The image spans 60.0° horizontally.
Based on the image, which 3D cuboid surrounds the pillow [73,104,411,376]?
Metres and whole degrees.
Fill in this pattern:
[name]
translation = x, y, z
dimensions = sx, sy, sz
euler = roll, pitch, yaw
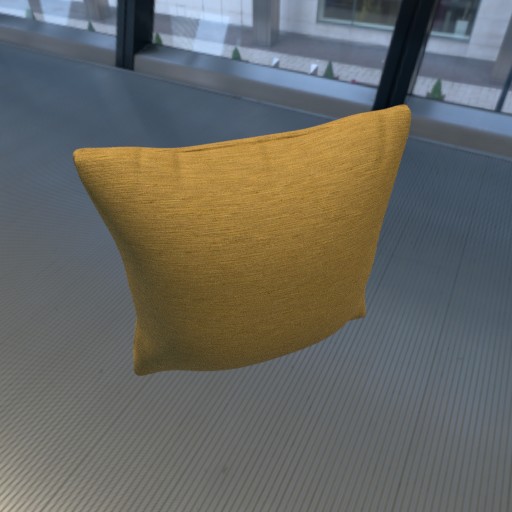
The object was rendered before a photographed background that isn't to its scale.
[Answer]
[pillow]
translation = 0.000, 0.000, 0.672
dimensions = 0.435, 0.417, 0.247
euler = -12, 43, -13
